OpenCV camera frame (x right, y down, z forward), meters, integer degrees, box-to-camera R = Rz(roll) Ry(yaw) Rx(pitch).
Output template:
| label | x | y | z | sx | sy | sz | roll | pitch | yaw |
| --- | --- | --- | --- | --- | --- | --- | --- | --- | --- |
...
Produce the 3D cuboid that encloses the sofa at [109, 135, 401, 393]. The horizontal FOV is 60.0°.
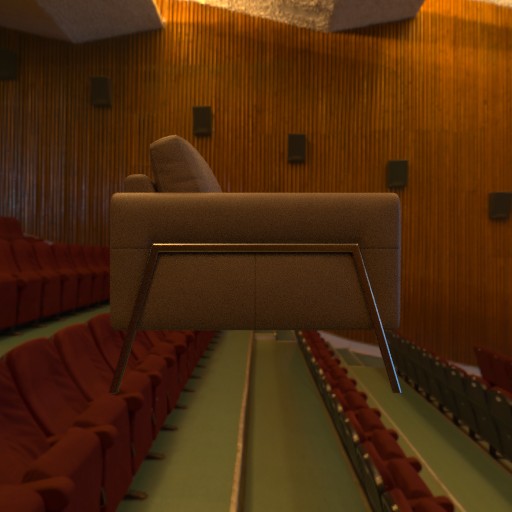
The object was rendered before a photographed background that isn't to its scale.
| label | x | y | z | sx | sy | sz | roll | pitch | yaw |
| --- | --- | --- | --- | --- | --- | --- | --- | --- | --- |
| sofa | 0.000 | 0.000 | 2.409 | 0.953 | 0.875 | 2.017 | 0 | 0 | 0 |
